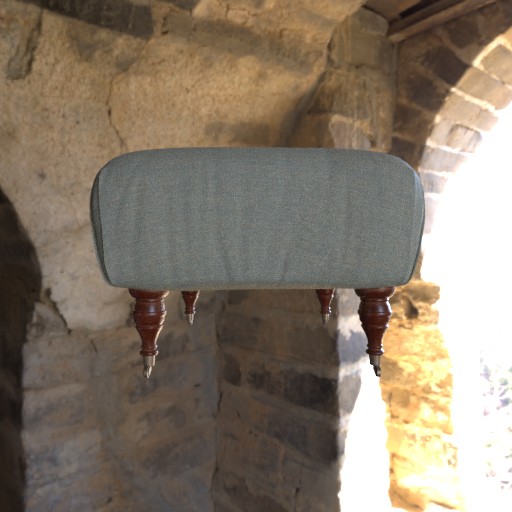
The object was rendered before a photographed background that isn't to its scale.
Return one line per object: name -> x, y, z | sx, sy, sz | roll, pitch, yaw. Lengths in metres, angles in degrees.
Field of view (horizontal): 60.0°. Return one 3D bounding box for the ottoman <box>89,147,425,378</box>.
ottoman -> 0.000, 0.000, 1.126 | 0.622, 0.450, 0.747 | 0, 0, -1
